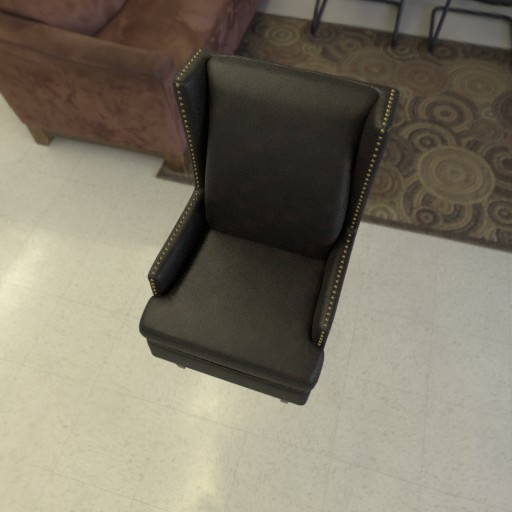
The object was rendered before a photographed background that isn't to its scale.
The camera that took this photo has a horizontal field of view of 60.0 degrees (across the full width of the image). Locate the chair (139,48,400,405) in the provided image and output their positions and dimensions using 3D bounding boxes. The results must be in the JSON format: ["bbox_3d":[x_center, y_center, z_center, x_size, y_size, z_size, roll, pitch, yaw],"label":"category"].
[{"bbox_3d":[0.000,0.000,1.692,0.703,1.142,0.799,16,60,10],"label":"chair"}]
